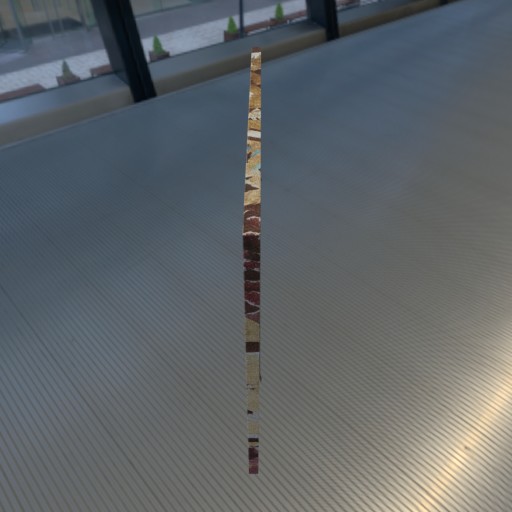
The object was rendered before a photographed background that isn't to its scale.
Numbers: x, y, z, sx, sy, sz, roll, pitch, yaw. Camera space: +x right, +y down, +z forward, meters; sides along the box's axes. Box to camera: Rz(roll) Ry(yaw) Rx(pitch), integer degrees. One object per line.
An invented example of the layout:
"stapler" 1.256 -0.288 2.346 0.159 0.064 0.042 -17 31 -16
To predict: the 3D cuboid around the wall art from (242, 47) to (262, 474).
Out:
"wall art" 0.000 0.000 1.114 0.028 0.762 0.757 0 42 0
